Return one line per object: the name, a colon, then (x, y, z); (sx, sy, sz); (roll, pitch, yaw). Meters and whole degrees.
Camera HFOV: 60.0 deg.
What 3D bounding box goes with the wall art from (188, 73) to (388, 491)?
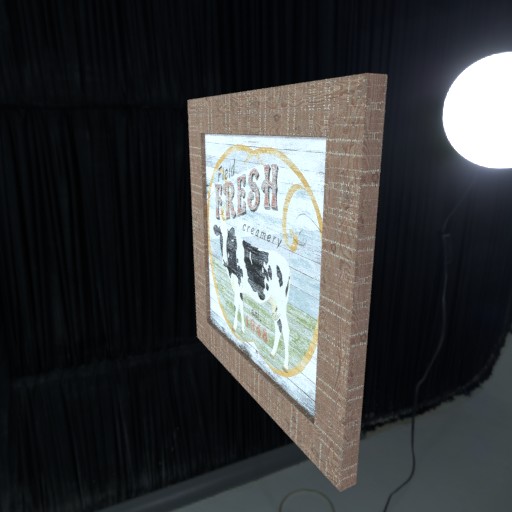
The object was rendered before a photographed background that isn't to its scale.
wall art: (0.000, 0.000, 0.761); (0.029, 0.531, 0.531); (-9, 18, -27)
